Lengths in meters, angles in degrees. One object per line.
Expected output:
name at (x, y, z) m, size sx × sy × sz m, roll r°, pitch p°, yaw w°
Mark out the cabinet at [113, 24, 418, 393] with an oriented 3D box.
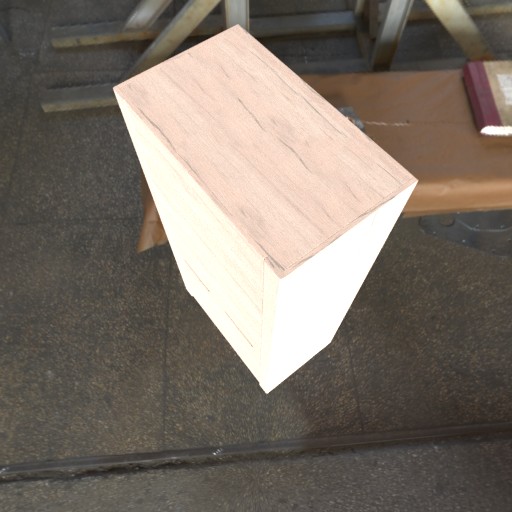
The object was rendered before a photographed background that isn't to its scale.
cabinet at (0.000, 0.000, 2.399) m, size 0.580 × 1.930 × 0.980 m, roll -35°, pitch 68°, yaw -16°
